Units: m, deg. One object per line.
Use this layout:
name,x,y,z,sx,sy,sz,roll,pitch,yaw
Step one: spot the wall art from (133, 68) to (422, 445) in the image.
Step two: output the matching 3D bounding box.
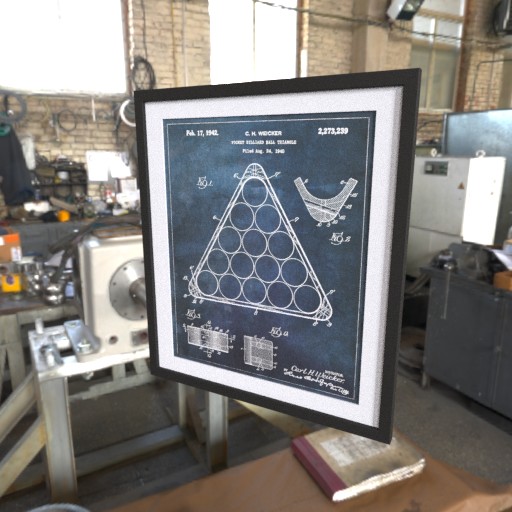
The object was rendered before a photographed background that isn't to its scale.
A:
wall art,0.000,0.000,1.168,0.755,0.863,0.028,7,15,27
